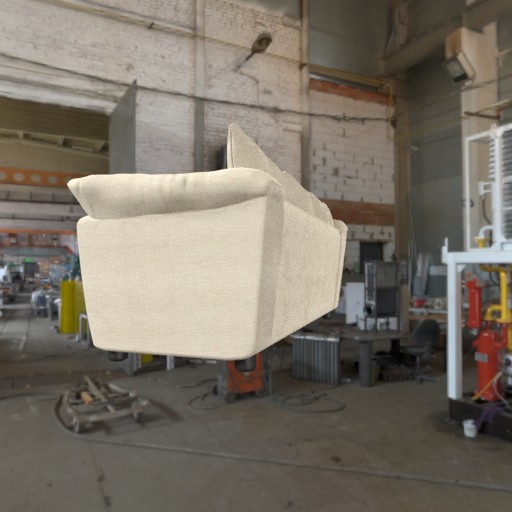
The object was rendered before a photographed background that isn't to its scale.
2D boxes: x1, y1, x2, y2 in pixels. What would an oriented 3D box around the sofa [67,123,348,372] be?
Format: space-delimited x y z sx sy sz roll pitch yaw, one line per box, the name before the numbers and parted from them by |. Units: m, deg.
sofa | 0.000 0.000 2.790 0.893 0.981 2.377 0 -2 19
